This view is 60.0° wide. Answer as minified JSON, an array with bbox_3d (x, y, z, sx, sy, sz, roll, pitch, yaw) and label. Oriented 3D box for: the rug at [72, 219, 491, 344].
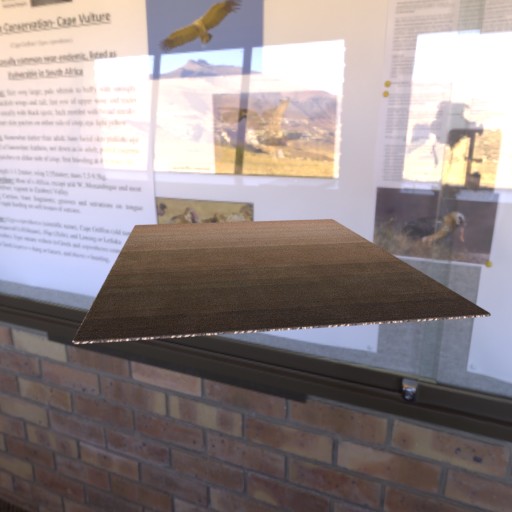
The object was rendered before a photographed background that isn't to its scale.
[{"bbox_3d":[0.000,0.000,3.746,2.305,0.017,2.902,-2,16,-8],"label":"rug"}]
